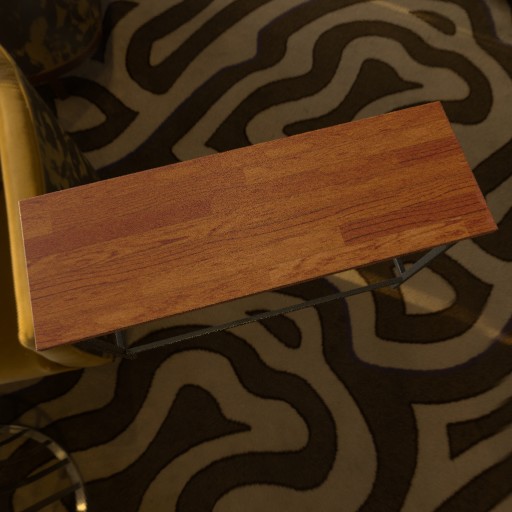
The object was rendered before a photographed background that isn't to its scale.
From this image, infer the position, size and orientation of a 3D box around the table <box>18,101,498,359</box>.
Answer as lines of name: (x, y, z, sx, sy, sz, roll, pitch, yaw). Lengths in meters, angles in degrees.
table: (0.000, 0.000, 1.523, 1.204, 0.740, 0.408, -14, 73, -4)
